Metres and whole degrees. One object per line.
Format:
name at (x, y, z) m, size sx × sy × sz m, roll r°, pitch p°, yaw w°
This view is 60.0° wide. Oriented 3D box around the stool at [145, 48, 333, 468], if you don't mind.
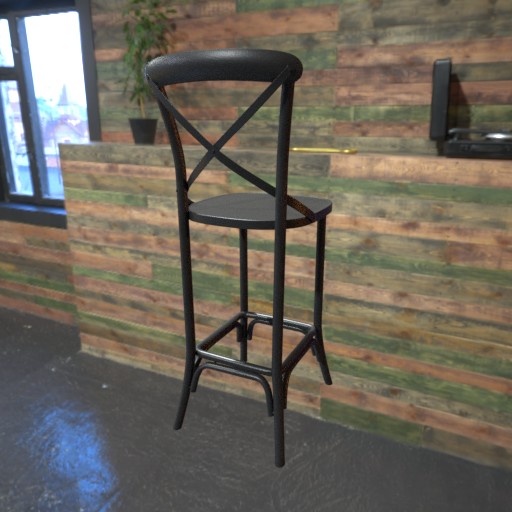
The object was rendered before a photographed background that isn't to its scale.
stool at (0.000, 0.000, 1.456) m, size 0.457 × 1.168 × 0.584 m, roll 8°, pitch 19°, yaw 25°
